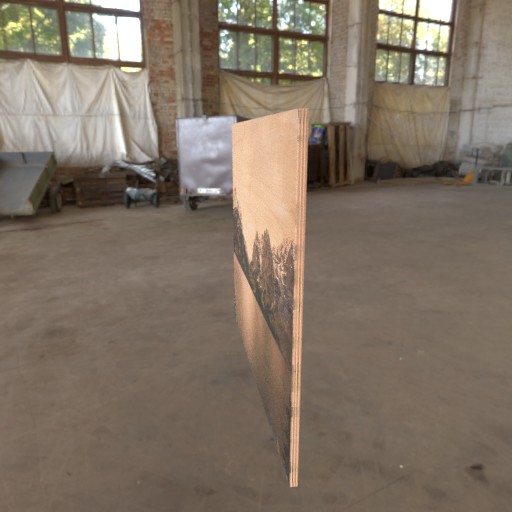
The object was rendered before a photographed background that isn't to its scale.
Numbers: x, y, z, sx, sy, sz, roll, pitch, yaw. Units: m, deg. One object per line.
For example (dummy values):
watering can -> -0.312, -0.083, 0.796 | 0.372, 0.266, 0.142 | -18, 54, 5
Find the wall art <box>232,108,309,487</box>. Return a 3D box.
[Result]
wall art -> 0.000, 0.000, 0.691 | 0.010, 0.408, 0.508 | -3, 15, -9
